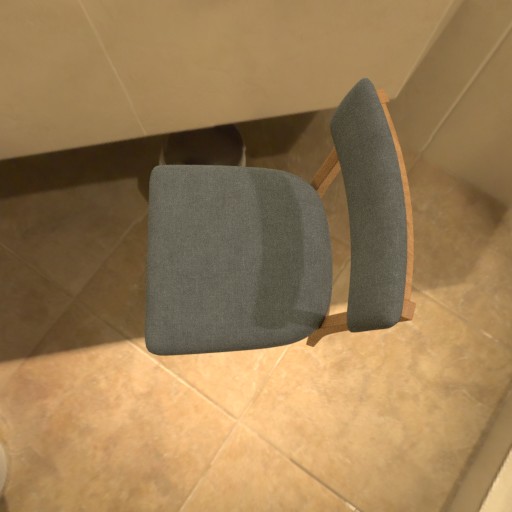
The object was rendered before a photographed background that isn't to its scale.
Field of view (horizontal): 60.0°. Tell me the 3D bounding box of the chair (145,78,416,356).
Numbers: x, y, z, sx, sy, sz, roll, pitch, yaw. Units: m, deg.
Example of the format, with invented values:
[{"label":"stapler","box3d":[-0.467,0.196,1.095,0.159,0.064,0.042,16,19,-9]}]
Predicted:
[{"label":"chair","box3d":[0.000,0.000,1.188,0.572,0.832,0.508,-2,75,-1]}]
